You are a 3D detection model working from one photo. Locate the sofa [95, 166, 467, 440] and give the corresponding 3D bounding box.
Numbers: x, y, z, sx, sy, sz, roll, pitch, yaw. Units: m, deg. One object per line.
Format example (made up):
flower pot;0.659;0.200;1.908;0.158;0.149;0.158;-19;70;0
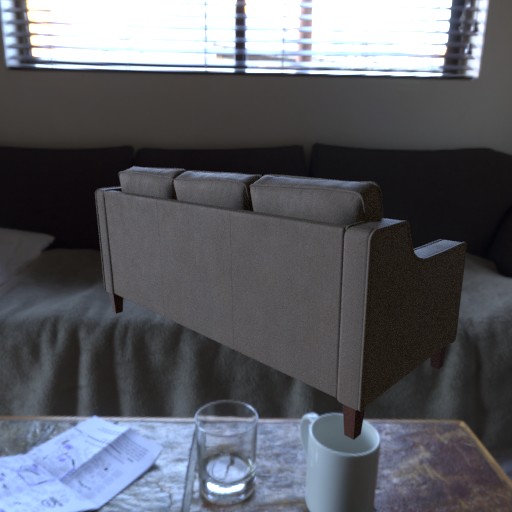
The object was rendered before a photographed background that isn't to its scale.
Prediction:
sofa;0.000;0.000;2.529;1.986;0.974;0.911;14;20;43
